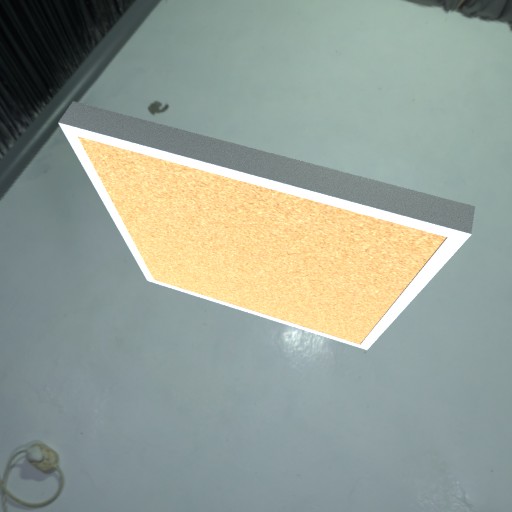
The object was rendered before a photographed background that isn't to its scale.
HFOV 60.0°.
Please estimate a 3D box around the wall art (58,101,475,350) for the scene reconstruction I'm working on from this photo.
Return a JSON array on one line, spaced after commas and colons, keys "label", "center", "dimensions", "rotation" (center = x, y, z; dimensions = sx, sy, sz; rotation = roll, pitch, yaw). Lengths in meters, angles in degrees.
[{"label": "wall art", "center": [0.000, 0.000, 0.752], "dimensions": [0.506, 0.505, 0.038], "rotation": [17, 65, 8]}]
